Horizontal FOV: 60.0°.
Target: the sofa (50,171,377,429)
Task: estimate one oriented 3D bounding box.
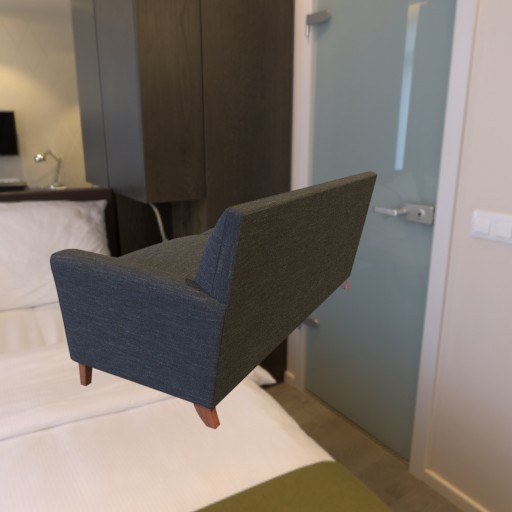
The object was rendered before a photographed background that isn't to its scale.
[{"bbox_3d":[0.000,0.000,2.472,0.875,0.846,1.976,7,16,26],"label":"sofa"}]
